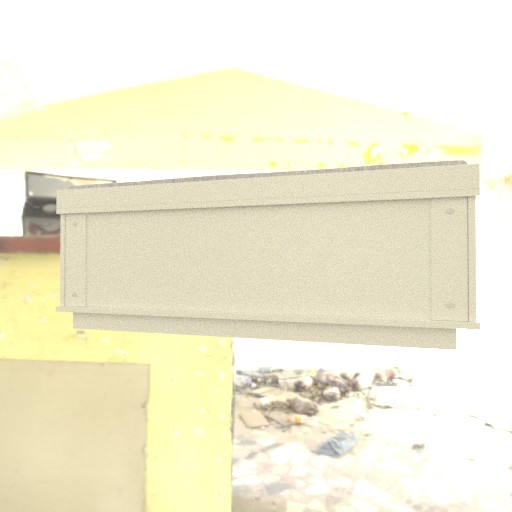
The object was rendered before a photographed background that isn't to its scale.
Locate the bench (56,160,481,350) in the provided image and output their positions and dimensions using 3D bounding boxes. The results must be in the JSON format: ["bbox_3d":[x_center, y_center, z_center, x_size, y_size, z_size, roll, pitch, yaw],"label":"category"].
[{"bbox_3d":[0.000,0.000,1.368,1.196,0.453,0.363,0,-1,18],"label":"bench"}]
